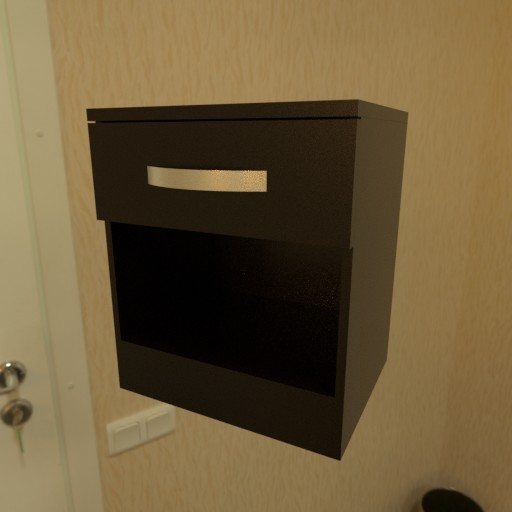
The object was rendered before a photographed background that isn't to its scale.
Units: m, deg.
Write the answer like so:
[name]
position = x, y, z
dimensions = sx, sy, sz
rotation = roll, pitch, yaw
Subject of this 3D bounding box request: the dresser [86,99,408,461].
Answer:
[dresser]
position = 0.000, 0.000, 0.751
dimensions = 0.400, 0.470, 0.360
rotation = 8, 17, 26
